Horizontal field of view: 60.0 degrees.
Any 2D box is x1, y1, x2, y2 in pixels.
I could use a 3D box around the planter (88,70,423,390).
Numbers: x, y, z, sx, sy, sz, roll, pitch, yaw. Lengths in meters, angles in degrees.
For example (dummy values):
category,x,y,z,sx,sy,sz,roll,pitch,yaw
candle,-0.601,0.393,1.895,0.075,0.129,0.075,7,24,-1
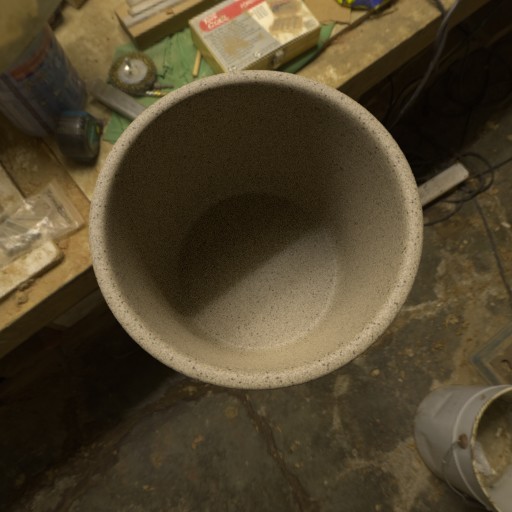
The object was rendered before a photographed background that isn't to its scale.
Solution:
category,x,y,z,sx,sy,sz,roll,pitch,yaw
planter,0.000,0.000,0.414,0.228,0.235,0.228,0,76,0
